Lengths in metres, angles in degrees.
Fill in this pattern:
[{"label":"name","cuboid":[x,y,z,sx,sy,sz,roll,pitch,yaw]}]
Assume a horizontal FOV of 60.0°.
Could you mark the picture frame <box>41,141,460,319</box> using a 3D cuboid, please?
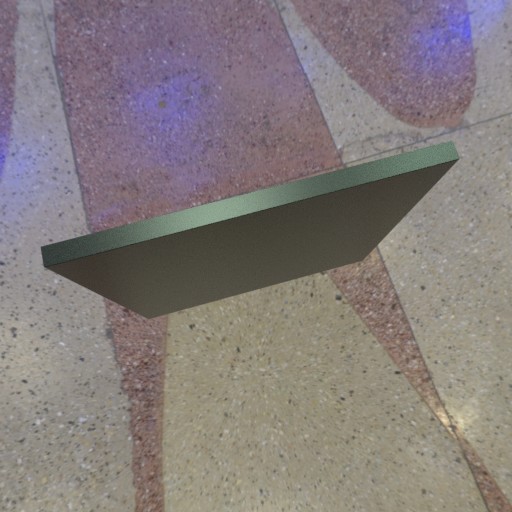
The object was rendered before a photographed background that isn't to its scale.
[{"label":"picture frame","cuboid":[0.000,0.000,0.847,0.559,0.557,0.029,-15,76,-4]}]
